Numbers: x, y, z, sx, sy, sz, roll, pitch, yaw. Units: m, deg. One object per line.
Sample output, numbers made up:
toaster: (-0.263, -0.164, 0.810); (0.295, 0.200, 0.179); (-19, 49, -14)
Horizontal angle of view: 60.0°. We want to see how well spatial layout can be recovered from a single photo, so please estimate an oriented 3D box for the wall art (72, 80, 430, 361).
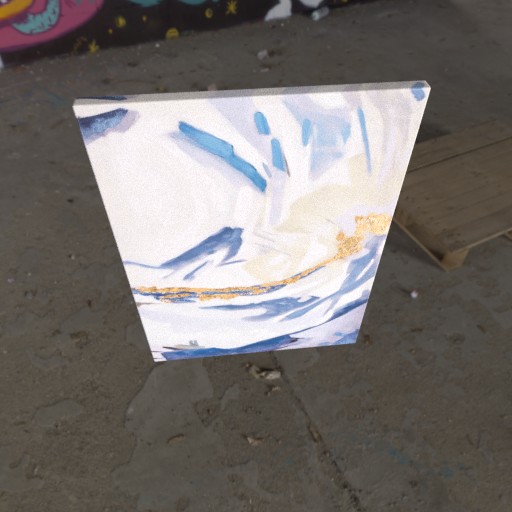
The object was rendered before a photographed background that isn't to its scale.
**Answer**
wall art: (0.000, 0.000, 1.313); (0.761, 1.015, 0.038); (-4, 47, -4)
